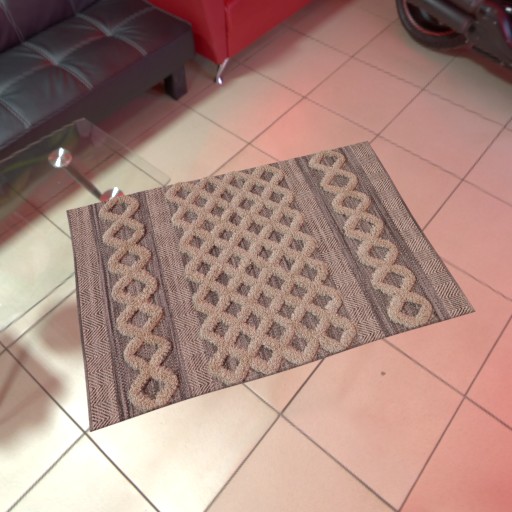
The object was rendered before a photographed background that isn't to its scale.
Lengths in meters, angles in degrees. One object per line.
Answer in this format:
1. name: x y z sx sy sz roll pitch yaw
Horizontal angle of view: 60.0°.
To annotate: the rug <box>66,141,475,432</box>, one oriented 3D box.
1. rug: 0.000 0.000 2.282 1.823 0.030 1.222 -15 59 -9
